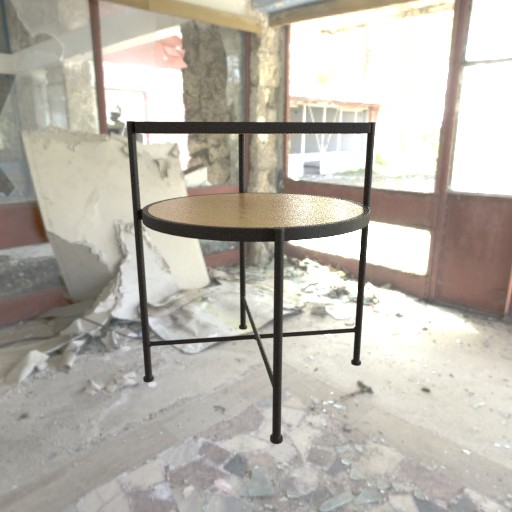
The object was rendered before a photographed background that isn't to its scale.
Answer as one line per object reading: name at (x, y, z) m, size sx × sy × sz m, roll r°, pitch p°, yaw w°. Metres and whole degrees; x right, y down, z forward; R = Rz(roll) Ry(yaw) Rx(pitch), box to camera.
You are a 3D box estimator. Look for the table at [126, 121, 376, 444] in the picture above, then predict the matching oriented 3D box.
table at (0.000, 0.000, 1.179) m, size 0.629 × 0.684 × 0.628 m, roll -2°, pitch 15°, yaw -8°
